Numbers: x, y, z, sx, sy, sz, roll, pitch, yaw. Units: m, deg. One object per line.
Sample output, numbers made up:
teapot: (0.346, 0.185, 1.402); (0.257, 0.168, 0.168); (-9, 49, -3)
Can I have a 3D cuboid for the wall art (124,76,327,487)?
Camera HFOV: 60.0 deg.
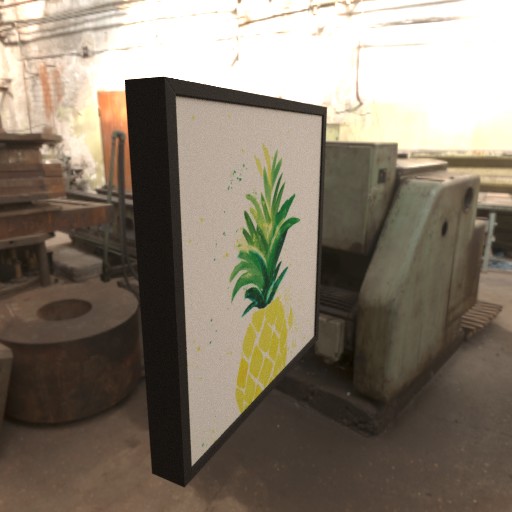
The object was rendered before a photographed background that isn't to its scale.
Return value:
wall art: (0.000, 0.000, 0.450); (0.033, 0.304, 0.305); (8, 16, 27)
